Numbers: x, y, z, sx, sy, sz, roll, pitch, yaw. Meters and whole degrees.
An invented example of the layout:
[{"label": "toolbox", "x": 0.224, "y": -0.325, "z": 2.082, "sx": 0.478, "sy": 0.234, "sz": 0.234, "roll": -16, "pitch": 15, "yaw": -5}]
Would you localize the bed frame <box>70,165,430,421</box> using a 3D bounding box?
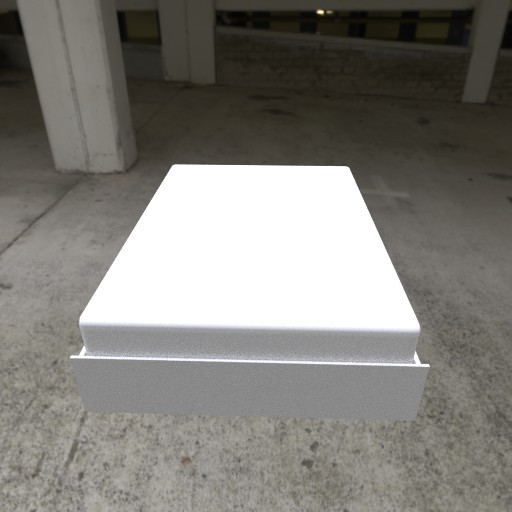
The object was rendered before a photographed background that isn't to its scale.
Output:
[{"label": "bed frame", "x": 0.000, "y": 0.000, "z": 2.655, "sx": 1.445, "sy": 0.497, "sz": 1.945, "roll": 1, "pitch": 30, "yaw": 2}]
